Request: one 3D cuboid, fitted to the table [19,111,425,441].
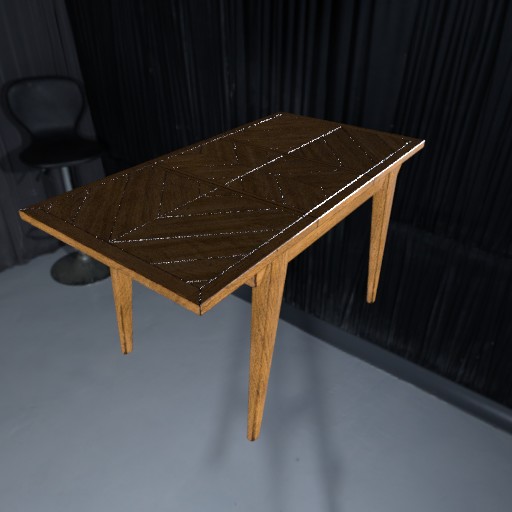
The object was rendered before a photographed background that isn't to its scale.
[{"bbox_3d":[0.000,0.000,1.834,0.757,0.760,1.400,22,39,31],"label":"table"}]
